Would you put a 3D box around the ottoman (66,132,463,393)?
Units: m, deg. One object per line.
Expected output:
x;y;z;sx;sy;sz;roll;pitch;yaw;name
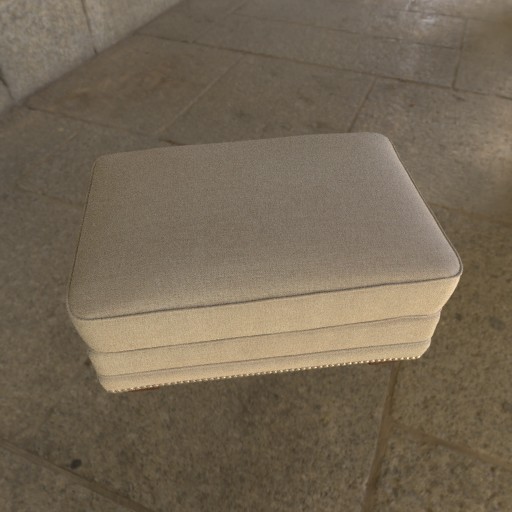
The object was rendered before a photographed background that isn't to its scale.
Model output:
0.000;0.000;1.158;0.813;0.458;0.559;-5;47;-5;ottoman
